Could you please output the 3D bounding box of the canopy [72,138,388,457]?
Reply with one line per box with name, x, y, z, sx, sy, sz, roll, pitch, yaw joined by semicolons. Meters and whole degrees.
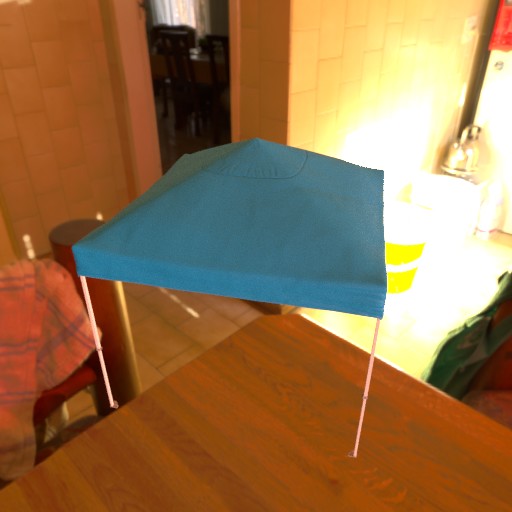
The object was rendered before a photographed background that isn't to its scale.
canopy;0.000;0.000;5.607;2.998;2.997;2.996;7;31;12
